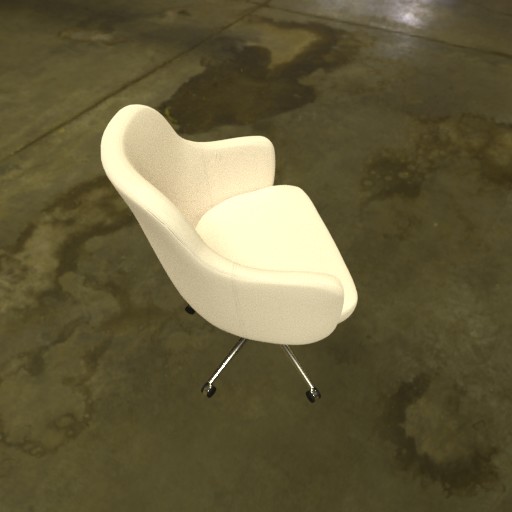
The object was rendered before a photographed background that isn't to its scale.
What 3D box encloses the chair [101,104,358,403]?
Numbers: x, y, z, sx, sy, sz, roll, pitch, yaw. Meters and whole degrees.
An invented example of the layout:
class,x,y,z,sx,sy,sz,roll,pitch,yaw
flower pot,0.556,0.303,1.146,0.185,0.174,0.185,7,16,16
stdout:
class,x,y,z,sx,sy,sz,roll,pitch,yaw
chair,0.000,0.000,1.242,0.647,0.819,0.602,-11,48,-10
